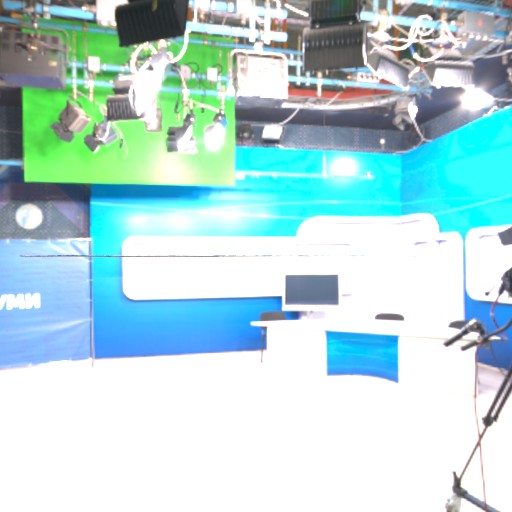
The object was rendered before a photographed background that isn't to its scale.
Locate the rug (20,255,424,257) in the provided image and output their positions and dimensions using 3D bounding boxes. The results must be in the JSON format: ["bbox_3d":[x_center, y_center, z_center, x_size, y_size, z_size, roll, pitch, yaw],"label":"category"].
[{"bbox_3d":[0.000,0.000,3.040,1.520,0.011,2.447,0,0,37],"label":"rug"}]
